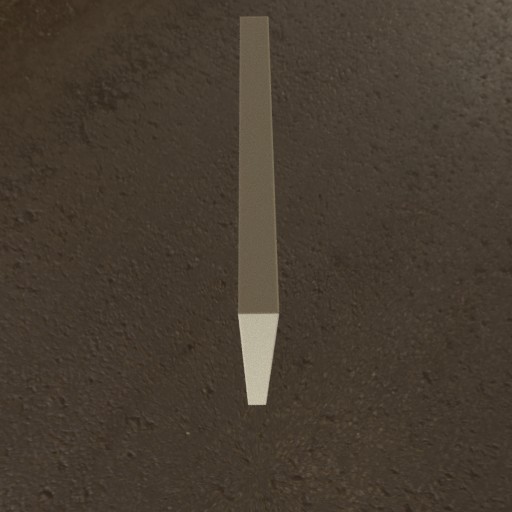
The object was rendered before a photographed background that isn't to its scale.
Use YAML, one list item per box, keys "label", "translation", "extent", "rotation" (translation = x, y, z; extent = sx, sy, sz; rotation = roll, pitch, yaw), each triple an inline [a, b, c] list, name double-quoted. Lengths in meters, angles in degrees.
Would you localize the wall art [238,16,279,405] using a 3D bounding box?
- label: "wall art"
  translation: [0.000, 0.000, 0.777]
  extent: [0.038, 0.608, 0.418]
  rotation: [-1, 64, 0]
